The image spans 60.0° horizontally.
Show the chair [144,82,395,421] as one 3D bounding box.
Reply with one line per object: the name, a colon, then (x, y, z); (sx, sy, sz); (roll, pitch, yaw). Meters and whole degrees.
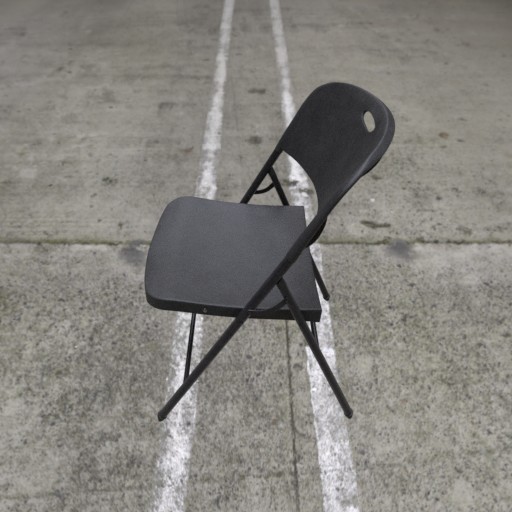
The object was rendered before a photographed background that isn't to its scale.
chair: (0.000, 0.000, 1.183); (0.566, 0.810, 0.494); (-1, 40, -1)
